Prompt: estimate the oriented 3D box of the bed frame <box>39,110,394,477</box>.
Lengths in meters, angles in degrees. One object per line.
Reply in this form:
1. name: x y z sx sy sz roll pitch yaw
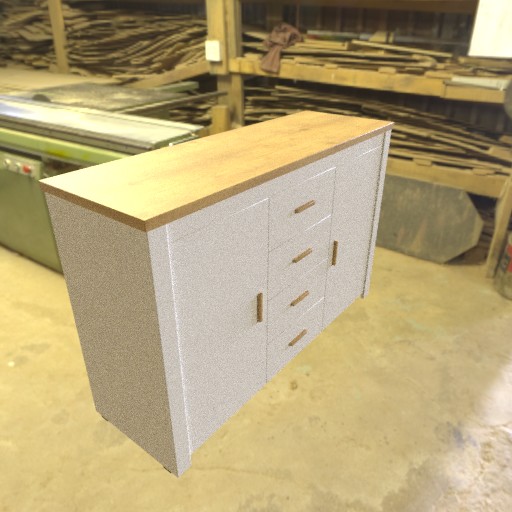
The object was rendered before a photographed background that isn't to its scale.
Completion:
1. bed frame: 0.000 0.000 1.695 0.430 0.850 1.300 20 34 33
